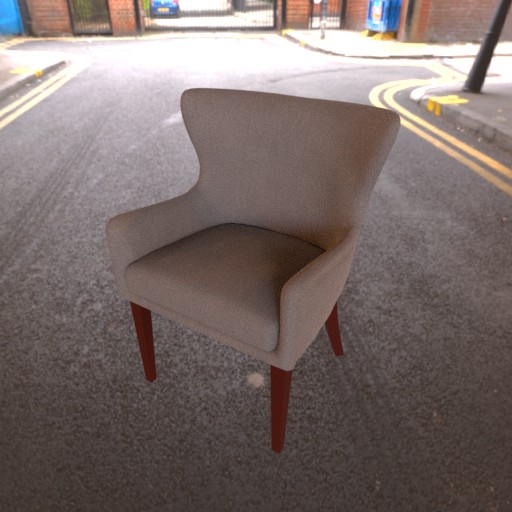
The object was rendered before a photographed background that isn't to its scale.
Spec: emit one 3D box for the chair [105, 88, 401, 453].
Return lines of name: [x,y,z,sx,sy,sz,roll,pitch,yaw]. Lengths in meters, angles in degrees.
chair: [0.000,0.000,1.459,0.732,0.948,0.677,18,35,28]
